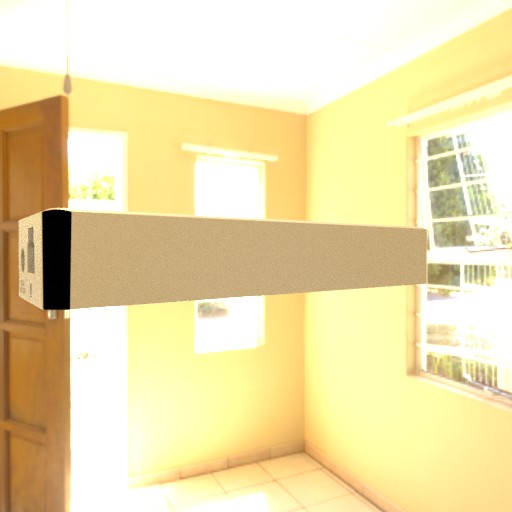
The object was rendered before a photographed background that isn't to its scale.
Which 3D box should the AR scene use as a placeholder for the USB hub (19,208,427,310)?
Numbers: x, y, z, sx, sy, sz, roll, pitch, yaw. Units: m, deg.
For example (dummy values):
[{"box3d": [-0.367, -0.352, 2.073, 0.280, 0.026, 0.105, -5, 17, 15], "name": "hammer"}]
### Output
[{"box3d": [0.000, 0.000, 0.157, 0.145, 0.023, 0.044, 0, 1, -36], "name": "USB hub"}]
